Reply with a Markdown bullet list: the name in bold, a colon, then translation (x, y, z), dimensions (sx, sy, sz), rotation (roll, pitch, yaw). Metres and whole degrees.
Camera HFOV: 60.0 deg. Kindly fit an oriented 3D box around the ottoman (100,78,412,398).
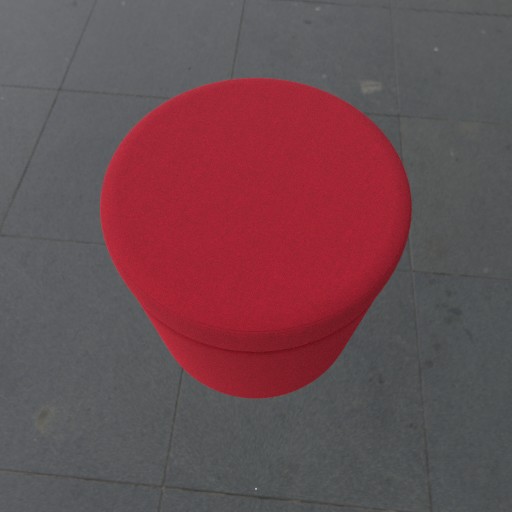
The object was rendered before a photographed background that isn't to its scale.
- **ottoman**: translation (0.000, 0.000, 0.737), dimensions (0.400, 0.406, 0.400), rotation (0, 62, 0)
